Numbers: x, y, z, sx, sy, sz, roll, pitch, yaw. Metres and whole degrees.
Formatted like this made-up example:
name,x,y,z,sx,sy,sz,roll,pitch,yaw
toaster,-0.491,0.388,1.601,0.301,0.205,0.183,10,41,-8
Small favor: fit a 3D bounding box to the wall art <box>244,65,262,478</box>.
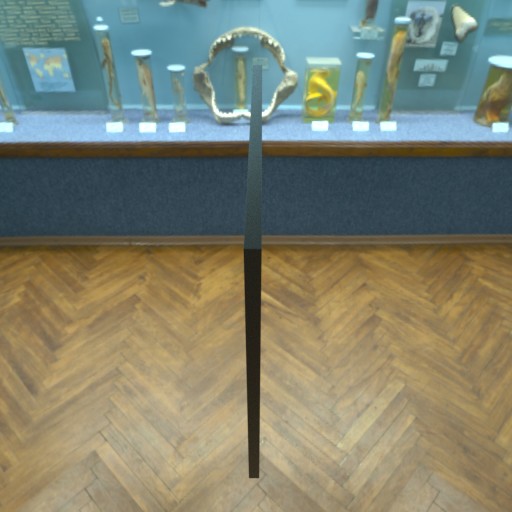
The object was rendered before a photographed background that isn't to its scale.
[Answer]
name,x,y,z,sx,sy,sz,roll,pitch,yaw
wall art,0.000,0.000,0.538,0.012,0.332,0.383,0,40,1
